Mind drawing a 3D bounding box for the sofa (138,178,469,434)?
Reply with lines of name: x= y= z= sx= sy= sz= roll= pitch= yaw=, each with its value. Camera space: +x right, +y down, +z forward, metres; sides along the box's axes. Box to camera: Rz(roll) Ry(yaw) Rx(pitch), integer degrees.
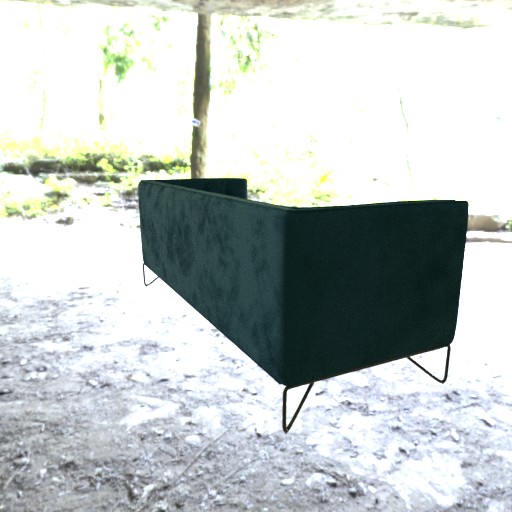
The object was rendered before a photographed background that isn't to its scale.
sofa: x=0.000 y=0.000 z=2.525 sx=0.867 sy=0.789 sz=2.087 roll=-6 pitch=14 yaw=-27
